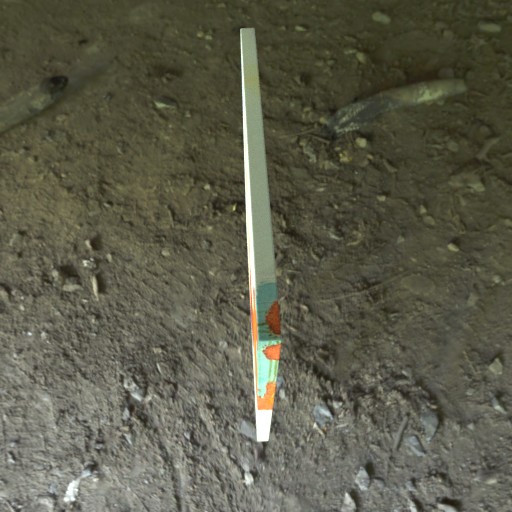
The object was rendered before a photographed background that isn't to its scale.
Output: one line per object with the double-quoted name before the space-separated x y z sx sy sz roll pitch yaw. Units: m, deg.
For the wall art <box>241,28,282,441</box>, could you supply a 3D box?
"wall art" 0.000 0.000 1.519 0.044 1.017 1.017 -2 58 -2
